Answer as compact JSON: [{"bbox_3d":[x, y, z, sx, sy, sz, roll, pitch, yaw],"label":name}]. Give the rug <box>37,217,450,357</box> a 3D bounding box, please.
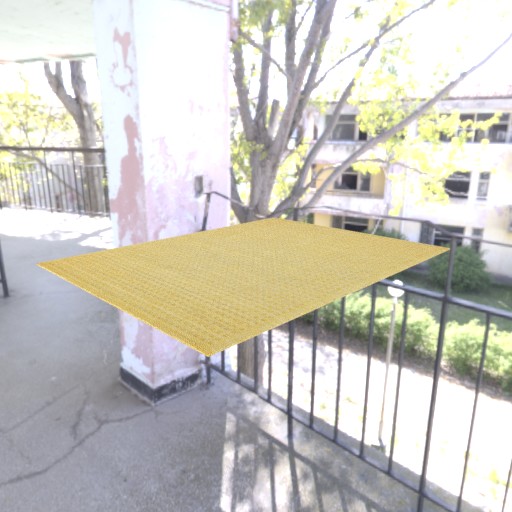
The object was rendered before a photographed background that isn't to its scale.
[{"bbox_3d":[0.000,0.000,4.356,2.486,0.015,3.242,15,21,43],"label":"rug"}]
